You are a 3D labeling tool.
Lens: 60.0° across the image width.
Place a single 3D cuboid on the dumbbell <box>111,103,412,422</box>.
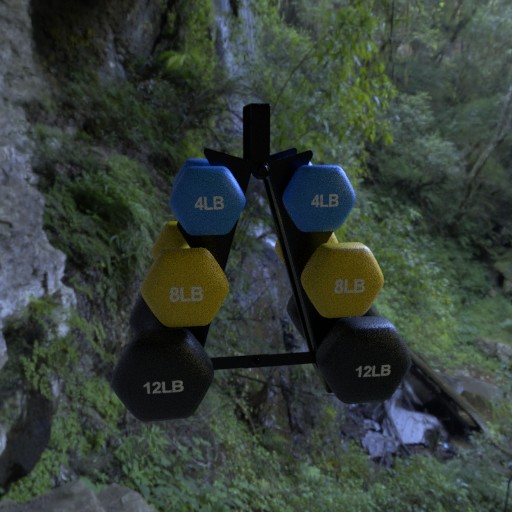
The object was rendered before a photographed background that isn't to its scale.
[{"bbox_3d":[0.000,0.000,0.659,0.409,0.426,0.255,-2,16,-8],"label":"dumbbell"}]
